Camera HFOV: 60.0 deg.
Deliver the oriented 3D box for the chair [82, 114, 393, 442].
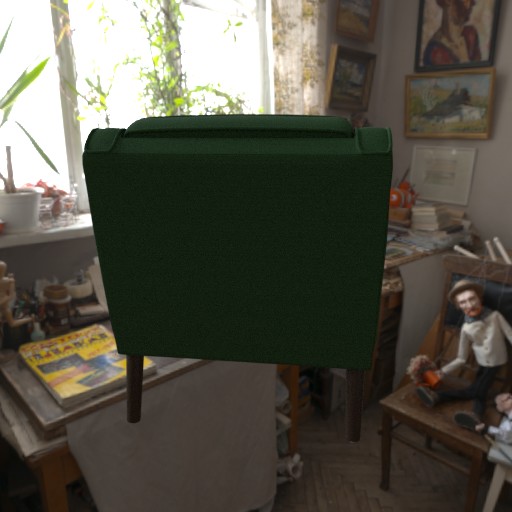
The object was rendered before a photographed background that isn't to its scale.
[{"bbox_3d":[0.000,0.000,1.334,0.663,0.792,0.743,2,15,7],"label":"chair"}]
